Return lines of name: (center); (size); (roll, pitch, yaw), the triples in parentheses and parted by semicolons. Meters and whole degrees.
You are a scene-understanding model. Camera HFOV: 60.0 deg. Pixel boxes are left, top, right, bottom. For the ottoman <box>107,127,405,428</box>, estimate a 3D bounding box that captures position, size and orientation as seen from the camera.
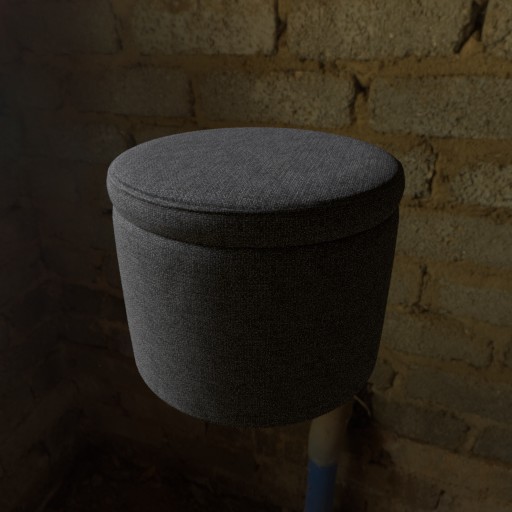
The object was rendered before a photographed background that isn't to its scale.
ottoman: (0.000, 0.000, 0.882); (0.520, 0.430, 0.520); (0, 27, 0)
